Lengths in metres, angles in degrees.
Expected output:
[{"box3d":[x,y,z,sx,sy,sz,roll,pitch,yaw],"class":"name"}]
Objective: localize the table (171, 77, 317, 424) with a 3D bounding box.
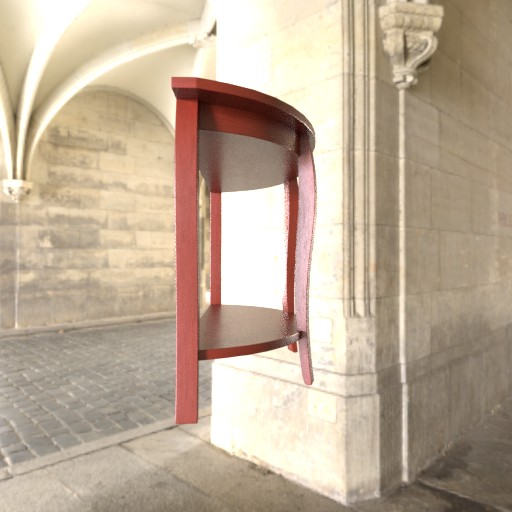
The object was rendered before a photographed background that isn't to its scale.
[{"box3d":[0.000,0.000,1.581,0.405,0.779,1.219,0,0,-2],"class":"table"}]
